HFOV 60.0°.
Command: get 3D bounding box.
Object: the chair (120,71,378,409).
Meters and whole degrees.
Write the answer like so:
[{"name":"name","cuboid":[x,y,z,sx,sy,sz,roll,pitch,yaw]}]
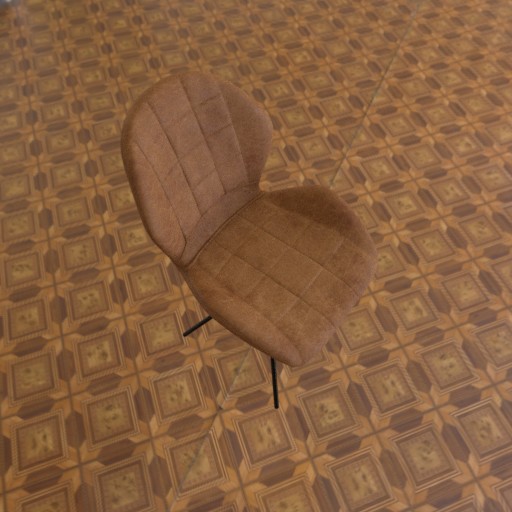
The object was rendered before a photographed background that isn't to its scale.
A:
[{"name":"chair","cuboid":[0.000,0.000,1.332,0.640,0.929,0.527,33,63,19]}]
